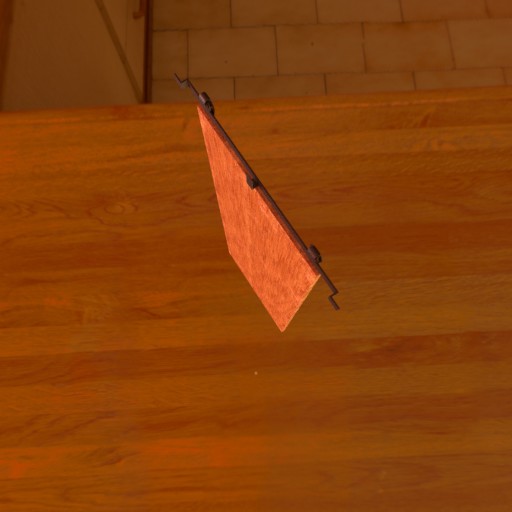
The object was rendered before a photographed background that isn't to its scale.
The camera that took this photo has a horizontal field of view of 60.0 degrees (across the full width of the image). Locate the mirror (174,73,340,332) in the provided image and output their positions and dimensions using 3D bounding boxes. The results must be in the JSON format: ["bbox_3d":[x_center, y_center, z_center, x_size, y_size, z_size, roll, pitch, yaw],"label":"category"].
[{"bbox_3d":[0.000,0.000,2.055,0.042,1.793,0.847,-32,78,-8],"label":"mirror"}]
